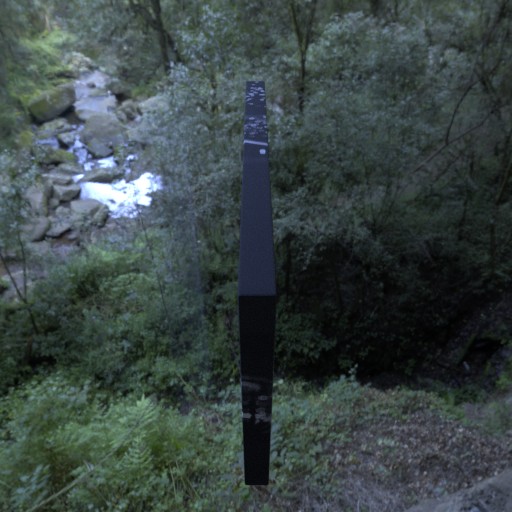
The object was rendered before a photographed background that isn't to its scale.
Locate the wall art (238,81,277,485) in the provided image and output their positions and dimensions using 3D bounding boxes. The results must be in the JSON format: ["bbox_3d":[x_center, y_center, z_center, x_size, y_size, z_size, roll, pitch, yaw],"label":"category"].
[{"bbox_3d":[0.000,0.000,0.781,0.037,0.406,0.609,0,40,0],"label":"wall art"}]
